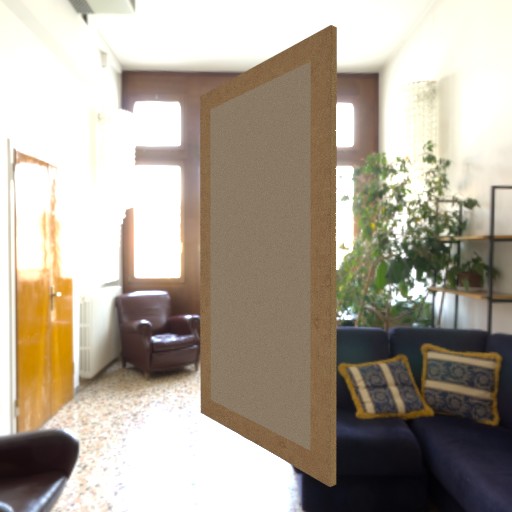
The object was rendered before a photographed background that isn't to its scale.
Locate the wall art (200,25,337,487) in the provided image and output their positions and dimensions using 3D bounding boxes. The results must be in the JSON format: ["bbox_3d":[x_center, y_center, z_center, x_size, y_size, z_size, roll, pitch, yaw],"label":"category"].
[{"bbox_3d":[0.000,0.000,0.810,0.013,0.683,0.381,-1,1,-37],"label":"wall art"}]
